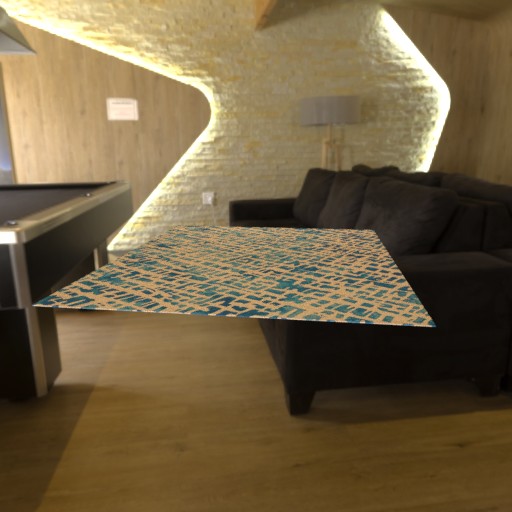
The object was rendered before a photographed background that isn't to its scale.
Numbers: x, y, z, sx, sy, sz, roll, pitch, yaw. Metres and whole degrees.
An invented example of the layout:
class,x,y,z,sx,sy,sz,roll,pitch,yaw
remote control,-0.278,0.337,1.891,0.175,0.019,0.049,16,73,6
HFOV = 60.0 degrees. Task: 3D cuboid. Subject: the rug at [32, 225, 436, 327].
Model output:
class,x,y,z,sx,sy,sz,roll,pitch,yaw
rug,0.000,0.000,4.057,2.435,0.007,3.007,2,14,8
